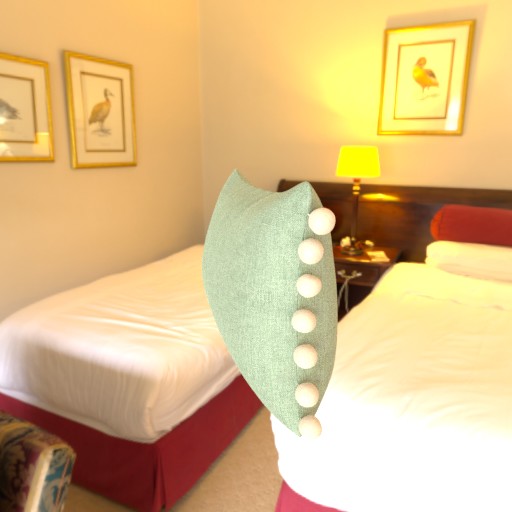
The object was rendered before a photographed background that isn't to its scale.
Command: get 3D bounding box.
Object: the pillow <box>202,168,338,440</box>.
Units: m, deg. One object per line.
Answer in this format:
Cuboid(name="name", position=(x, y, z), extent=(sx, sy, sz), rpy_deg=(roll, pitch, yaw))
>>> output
Cuboid(name="pillow", position=(0.000, 0.000, 0.829), extent=(0.201, 0.322, 0.709), rpy_deg=(-2, 14, -9))
